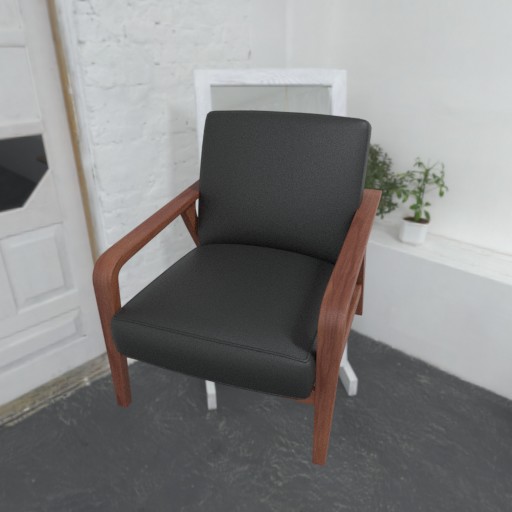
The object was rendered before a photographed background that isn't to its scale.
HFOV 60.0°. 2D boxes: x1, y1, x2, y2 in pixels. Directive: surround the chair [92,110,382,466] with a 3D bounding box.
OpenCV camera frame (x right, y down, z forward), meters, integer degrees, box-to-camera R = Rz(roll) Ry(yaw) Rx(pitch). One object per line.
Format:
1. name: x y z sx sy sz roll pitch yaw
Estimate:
1. chair: 0.000 0.000 1.501 0.719 0.861 0.889 9 28 18
